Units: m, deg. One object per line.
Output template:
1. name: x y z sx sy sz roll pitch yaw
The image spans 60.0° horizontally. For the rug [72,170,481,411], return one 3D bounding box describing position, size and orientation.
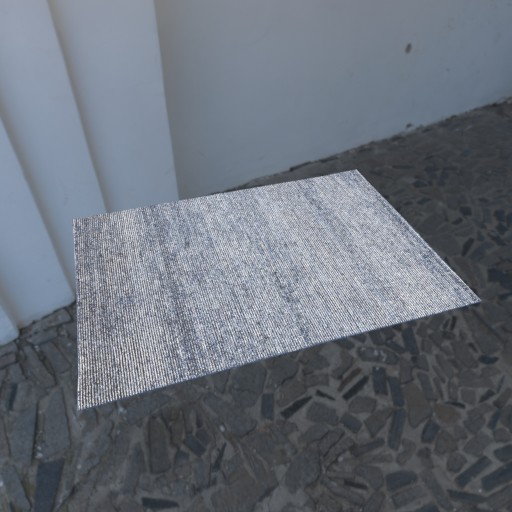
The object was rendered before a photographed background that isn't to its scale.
1. rug: 0.000 0.000 2.976 2.349 0.030 1.624 -12 43 -13
